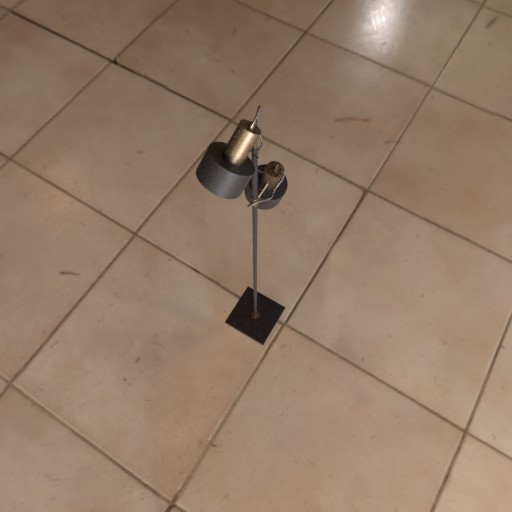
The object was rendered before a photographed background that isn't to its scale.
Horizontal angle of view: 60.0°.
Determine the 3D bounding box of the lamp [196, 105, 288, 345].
[{"bbox_3d":[0.000,0.000,1.660,0.233,1.505,0.315,29,69,12],"label":"lamp"}]
